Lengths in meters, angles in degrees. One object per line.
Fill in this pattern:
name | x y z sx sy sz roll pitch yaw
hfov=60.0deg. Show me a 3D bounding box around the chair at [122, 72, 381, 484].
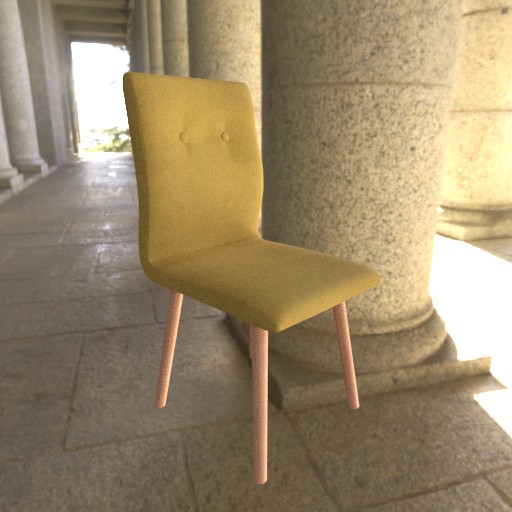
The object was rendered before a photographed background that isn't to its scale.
chair | 0.000 0.000 1.241 0.550 0.965 0.450 15 22 42
